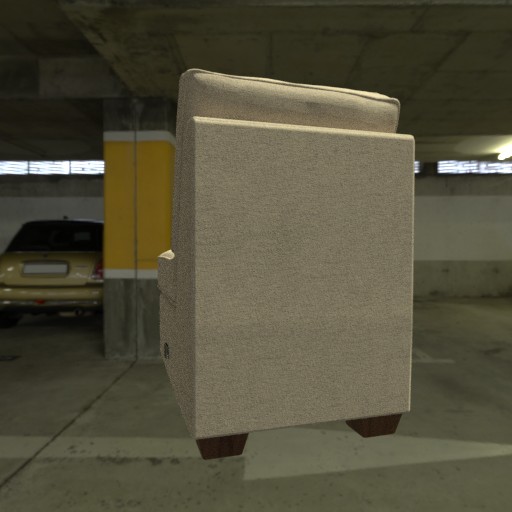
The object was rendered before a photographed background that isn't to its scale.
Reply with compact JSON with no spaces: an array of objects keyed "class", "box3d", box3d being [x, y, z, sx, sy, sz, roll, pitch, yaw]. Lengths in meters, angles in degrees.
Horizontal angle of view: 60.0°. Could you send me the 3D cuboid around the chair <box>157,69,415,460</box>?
[{"class":"chair","box3d":[0.000,0.000,1.542,0.621,0.970,0.938,0,1,-17]}]
